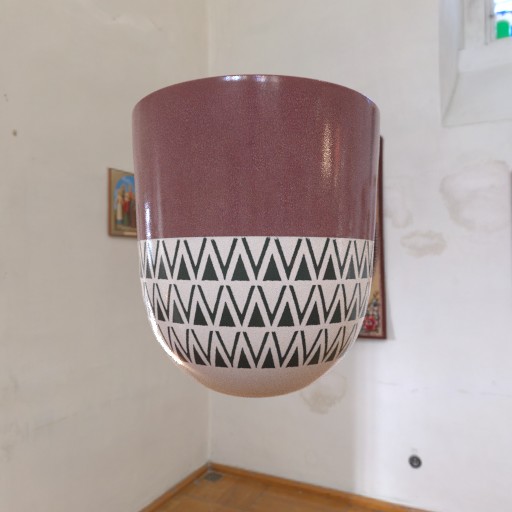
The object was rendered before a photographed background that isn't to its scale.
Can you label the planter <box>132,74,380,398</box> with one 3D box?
[{"bbox_3d":[0.000,0.000,0.359,0.195,0.214,0.195,0,-1,0],"label":"planter"}]
